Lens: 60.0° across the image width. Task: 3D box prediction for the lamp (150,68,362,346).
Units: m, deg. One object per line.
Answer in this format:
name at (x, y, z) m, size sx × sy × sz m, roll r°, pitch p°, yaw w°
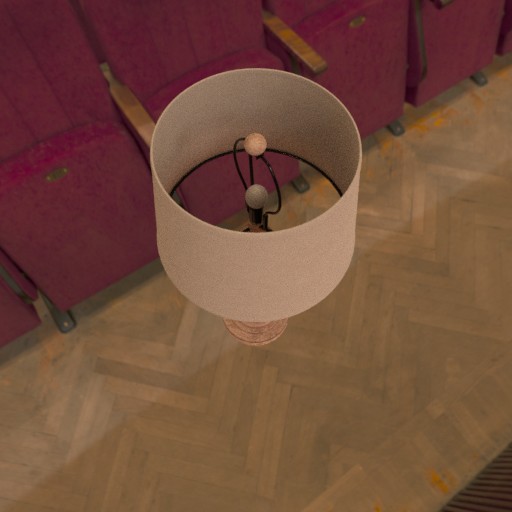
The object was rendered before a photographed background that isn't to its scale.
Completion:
lamp at (0.000, 0.000, 0.863) m, size 0.340 × 0.678 × 0.340 m, roll 0°, pitch 64°, yaw 0°
